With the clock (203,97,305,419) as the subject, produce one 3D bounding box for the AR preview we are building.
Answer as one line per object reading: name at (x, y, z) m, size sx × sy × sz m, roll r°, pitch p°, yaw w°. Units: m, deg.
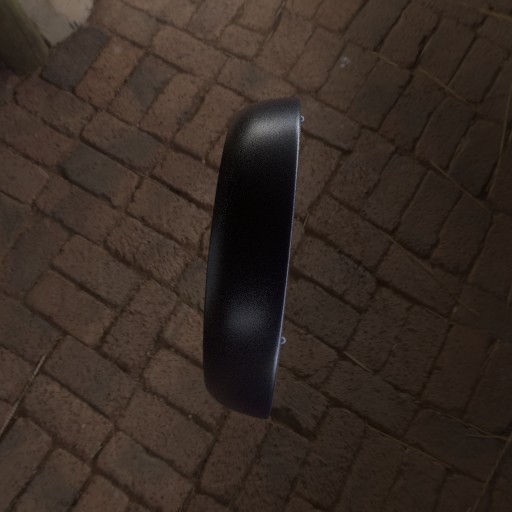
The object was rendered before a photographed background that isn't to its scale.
clock at (0.000, 0.000, 0.438) m, size 0.060 × 0.300 × 0.300 m, roll 6°, pitch 76°, yaw 1°
